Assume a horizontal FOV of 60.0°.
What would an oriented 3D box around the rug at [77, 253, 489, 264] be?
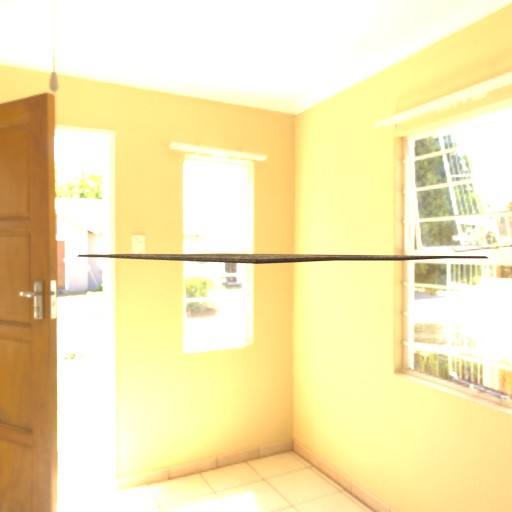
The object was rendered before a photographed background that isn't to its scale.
[{"bbox_3d":[0.000,0.000,4.749,2.716,0.035,3.612,-1,1,-37],"label":"rug"}]
